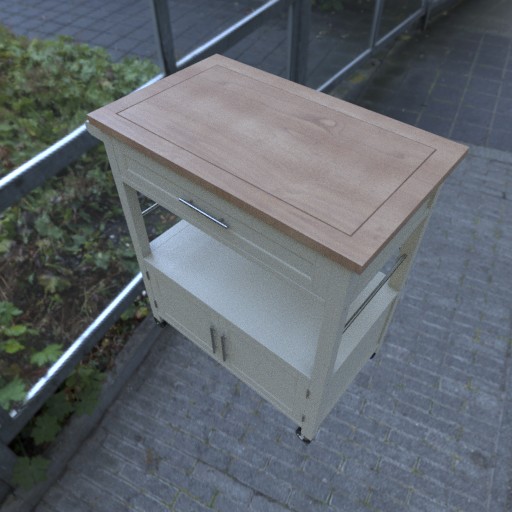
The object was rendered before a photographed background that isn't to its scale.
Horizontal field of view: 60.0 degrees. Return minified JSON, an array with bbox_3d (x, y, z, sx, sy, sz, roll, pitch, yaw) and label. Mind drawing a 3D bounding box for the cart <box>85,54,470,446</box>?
[{"bbox_3d":[0.000,0.000,1.366,0.840,0.901,0.459,31,54,26],"label":"cart"}]
